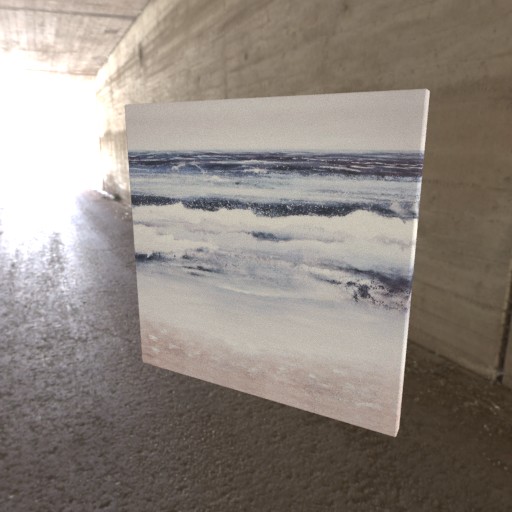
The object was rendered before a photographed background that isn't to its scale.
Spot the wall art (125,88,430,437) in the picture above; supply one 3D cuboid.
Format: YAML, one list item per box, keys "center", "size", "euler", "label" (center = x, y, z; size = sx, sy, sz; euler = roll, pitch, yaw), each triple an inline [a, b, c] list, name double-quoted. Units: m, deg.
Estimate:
- center: [0.000, 0.000, 1.114]
  size: [0.755, 0.747, 0.065]
  euler: [8, 16, 27]
  label: "wall art"
